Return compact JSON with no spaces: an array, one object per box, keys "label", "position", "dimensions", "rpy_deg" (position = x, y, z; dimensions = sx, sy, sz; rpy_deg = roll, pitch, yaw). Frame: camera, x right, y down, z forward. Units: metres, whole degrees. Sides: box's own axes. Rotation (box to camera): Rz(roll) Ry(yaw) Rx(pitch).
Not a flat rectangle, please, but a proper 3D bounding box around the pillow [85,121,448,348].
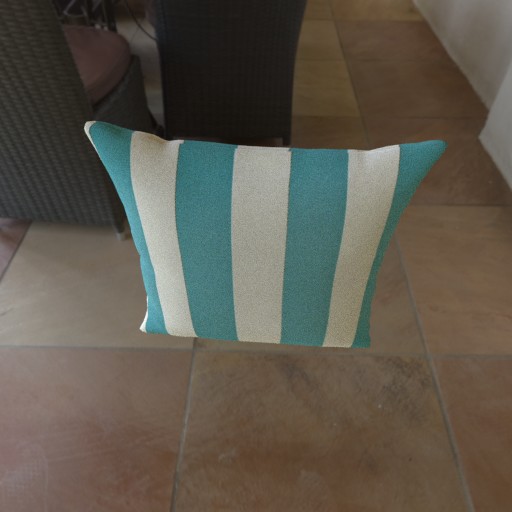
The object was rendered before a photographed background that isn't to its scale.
[{"label":"pillow","position":[0.000,0.000,0.824],"dimensions":[0.536,0.526,0.189],"rpy_deg":[3,46,3]}]
